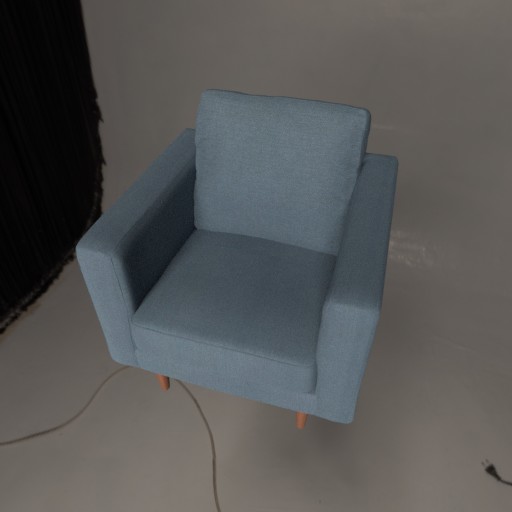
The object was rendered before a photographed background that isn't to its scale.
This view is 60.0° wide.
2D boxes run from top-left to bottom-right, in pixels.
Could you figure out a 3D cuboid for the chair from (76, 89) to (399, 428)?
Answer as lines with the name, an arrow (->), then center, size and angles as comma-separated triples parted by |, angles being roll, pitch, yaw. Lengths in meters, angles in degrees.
chair -> 0.000, 0.000, 1.558 | 0.855, 0.922, 0.820 | 11, 42, 13
